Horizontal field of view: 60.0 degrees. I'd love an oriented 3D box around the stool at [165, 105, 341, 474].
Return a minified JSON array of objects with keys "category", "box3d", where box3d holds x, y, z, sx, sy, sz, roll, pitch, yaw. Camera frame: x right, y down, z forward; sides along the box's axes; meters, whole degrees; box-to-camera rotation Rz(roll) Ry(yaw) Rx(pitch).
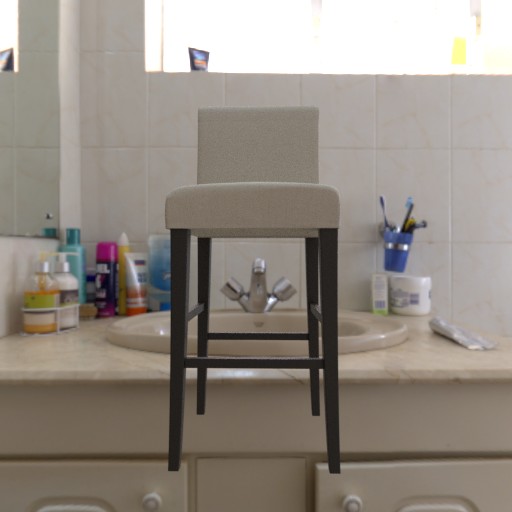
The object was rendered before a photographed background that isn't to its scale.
[{"category":"stool","box3d":[0.000,0.000,1.417,0.452,1.124,0.597,0,-1,2]}]
